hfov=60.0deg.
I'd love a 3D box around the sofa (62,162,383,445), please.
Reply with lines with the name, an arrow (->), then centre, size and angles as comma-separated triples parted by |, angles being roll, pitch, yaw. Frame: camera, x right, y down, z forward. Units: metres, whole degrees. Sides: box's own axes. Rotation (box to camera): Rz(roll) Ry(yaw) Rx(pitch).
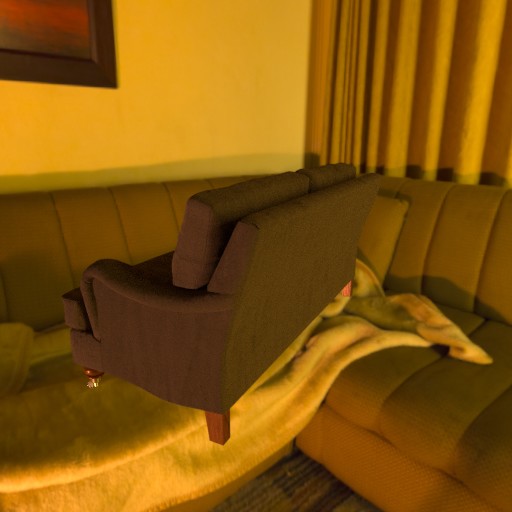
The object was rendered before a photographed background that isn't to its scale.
sofa -> 0.000, 0.000, 2.796 | 1.086, 1.087, 2.165 | 8, 18, 26
